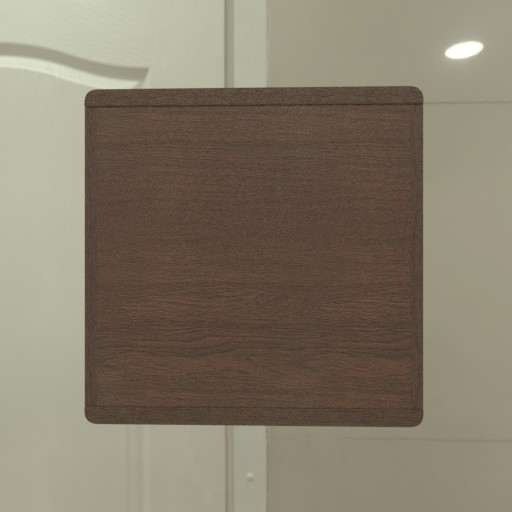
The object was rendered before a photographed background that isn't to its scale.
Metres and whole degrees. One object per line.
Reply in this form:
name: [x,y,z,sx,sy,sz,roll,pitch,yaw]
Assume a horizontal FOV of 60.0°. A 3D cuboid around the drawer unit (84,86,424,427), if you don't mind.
drawer unit: [0.000,0.000,0.593,0.344,0.344,0.290,0,0,2]
